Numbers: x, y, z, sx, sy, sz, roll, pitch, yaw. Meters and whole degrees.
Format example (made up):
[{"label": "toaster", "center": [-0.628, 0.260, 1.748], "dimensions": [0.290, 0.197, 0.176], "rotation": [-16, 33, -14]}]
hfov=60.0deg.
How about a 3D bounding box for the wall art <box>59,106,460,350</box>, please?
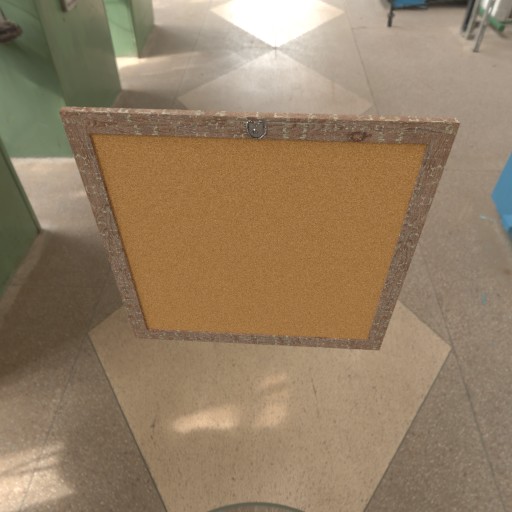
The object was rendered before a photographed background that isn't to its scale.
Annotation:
[{"label": "wall art", "center": [0.000, 0.000, 0.562], "dimensions": [0.384, 0.384, 0.012], "rotation": [2, 45, 2]}]
